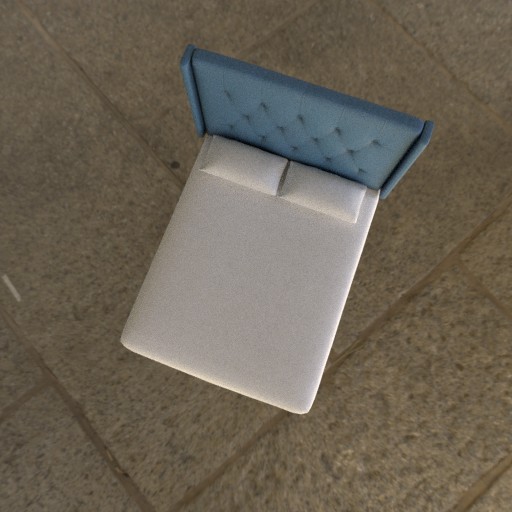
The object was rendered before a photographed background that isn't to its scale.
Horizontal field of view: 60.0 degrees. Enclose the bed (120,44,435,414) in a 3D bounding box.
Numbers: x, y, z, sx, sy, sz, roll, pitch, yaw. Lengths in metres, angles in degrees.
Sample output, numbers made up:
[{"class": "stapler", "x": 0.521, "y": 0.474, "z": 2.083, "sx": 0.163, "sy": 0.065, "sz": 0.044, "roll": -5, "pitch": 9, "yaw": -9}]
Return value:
[{"class": "bed", "x": 0.000, "y": 0.000, "z": 3.450, "sx": 1.719, "sy": 1.665, "sz": 2.078, "roll": 20, "pitch": 78, "yaw": 5}]
